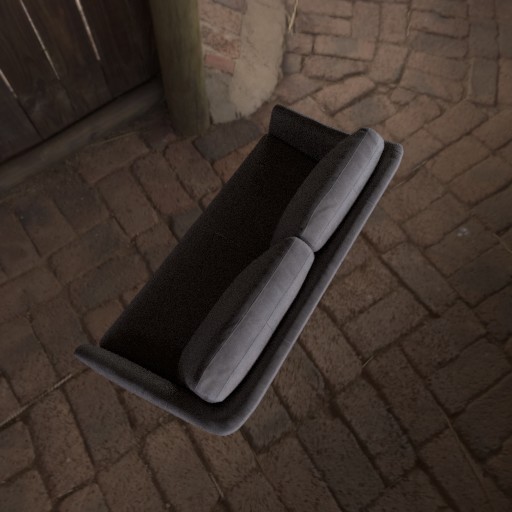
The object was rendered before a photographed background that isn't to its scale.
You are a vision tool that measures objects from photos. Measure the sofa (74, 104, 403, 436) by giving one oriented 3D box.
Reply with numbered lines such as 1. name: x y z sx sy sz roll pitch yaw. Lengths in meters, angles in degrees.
1. sofa: 0.000 0.000 2.630 0.960 0.902 2.036 29 66 14
